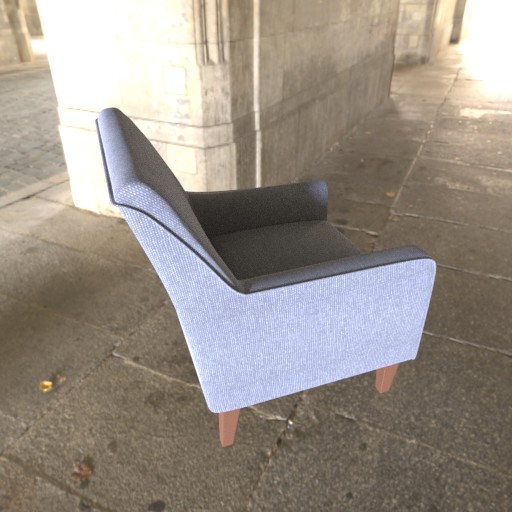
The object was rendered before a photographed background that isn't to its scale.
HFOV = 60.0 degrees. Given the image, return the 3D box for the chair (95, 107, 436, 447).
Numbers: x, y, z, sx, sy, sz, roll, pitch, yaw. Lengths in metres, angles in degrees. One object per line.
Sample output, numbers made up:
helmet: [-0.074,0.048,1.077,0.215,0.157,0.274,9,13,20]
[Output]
chair: [0.000,0.000,1.553,0.899,0.919,0.780,-10,32,-17]
